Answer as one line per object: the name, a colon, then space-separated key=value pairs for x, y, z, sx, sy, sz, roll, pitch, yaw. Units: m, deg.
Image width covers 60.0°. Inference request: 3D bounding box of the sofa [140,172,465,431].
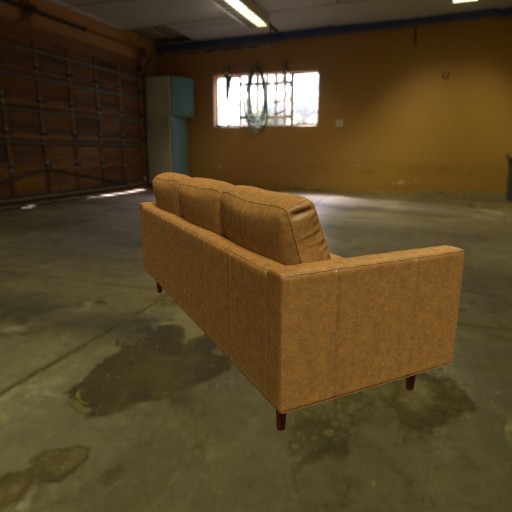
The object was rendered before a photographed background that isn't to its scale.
sofa: x=0.000 y=0.000 z=2.673 sx=0.903 sy=0.930 sz=2.231 roll=-7 pitch=15 yaw=-25
